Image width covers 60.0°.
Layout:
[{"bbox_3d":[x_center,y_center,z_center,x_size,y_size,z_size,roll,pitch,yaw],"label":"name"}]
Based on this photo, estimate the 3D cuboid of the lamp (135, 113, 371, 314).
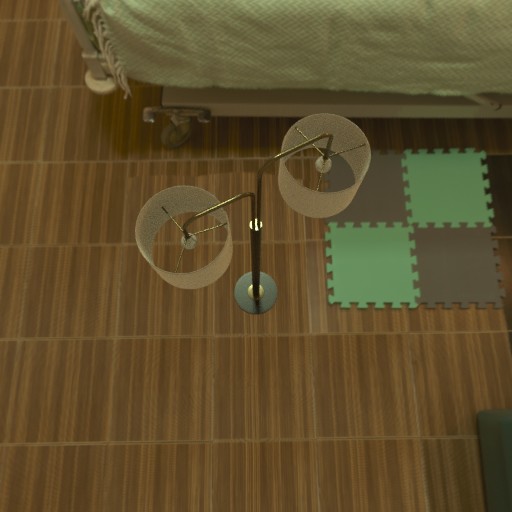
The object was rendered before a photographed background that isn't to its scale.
[{"bbox_3d":[0.000,0.000,1.857,0.711,1.587,0.254,-29,76,-8],"label":"lamp"}]
